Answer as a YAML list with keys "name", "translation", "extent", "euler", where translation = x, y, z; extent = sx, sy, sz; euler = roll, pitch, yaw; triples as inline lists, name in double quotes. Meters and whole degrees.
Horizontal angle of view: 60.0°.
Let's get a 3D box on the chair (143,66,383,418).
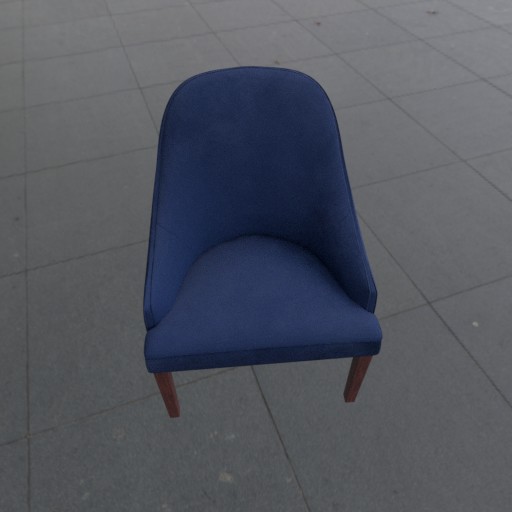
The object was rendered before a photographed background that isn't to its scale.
- name: "chair"
  translation: [0.000, 0.000, 1.305]
  extent: [0.643, 0.889, 0.575]
  euler: [-4, 46, -4]
